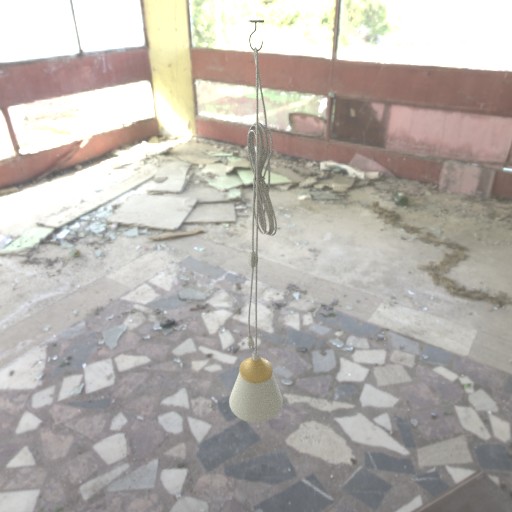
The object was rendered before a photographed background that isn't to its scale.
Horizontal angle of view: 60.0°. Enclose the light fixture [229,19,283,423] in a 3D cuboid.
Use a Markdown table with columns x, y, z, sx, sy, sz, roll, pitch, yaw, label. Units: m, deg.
| x | y | z | sx | sy | sz | roll | pitch | yaw | label |
| --- | --- | --- | --- | --- | --- | --- | --- | --- | --- |
| 0.000 | 0.000 | 1.027 | 0.153 | 0.966 | 0.153 | -11 | 32 | -17 | light fixture |
